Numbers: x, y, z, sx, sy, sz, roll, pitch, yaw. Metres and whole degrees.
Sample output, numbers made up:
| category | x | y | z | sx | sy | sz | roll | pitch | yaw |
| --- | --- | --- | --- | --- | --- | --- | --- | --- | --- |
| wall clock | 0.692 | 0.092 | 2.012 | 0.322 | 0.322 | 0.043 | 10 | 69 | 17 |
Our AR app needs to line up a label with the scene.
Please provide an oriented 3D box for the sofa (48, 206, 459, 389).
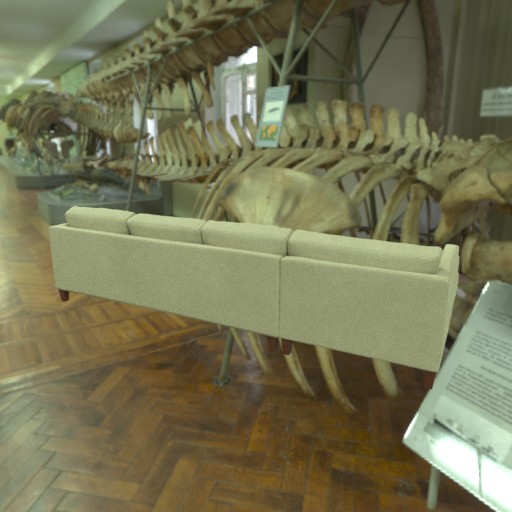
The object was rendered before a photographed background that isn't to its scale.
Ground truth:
| category | x | y | z | sx | sy | sz | roll | pitch | yaw |
| --- | --- | --- | --- | --- | --- | --- | --- | --- | --- |
| sofa | 0.000 | 0.000 | 3.850 | 3.186 | 0.846 | 1.625 | 8 | 18 | 26 |
